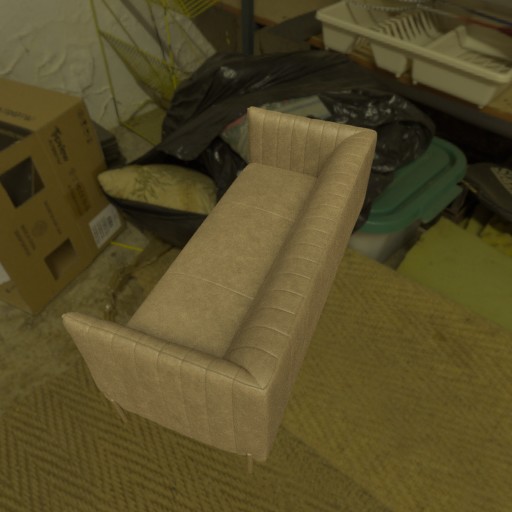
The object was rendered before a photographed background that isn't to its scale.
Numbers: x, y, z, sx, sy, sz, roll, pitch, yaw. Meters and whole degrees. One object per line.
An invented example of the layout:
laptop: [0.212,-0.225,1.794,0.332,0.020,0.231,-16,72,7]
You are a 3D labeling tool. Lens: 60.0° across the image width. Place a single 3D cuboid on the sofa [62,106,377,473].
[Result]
sofa: [0.000,0.000,2.480,0.876,0.779,1.980,16,47,15]
